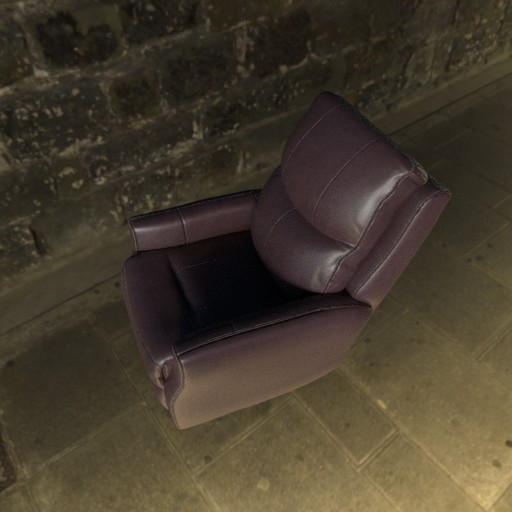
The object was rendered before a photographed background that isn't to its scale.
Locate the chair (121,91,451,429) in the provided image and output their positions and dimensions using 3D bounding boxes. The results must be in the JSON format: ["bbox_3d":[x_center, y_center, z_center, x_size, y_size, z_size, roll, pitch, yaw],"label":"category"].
[{"bbox_3d":[0.000,0.000,1.789,1.080,1.030,0.829,-17,49,-16],"label":"chair"}]
